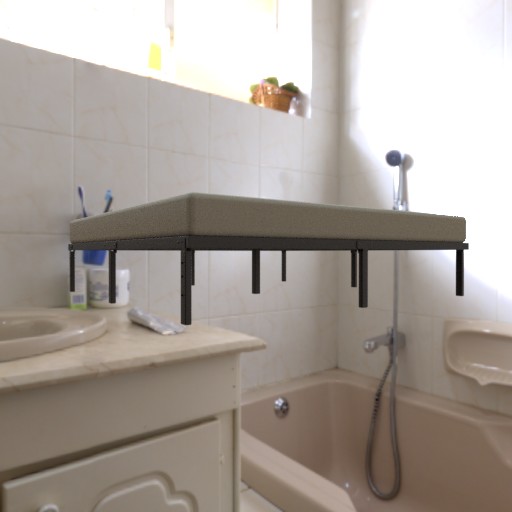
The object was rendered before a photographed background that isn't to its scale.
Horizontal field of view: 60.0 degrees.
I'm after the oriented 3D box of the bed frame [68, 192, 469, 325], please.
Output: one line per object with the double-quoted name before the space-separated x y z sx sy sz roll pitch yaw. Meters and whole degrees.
"bed frame" 0.000 0.000 3.994 2.635 0.680 2.526 0 1 -36
